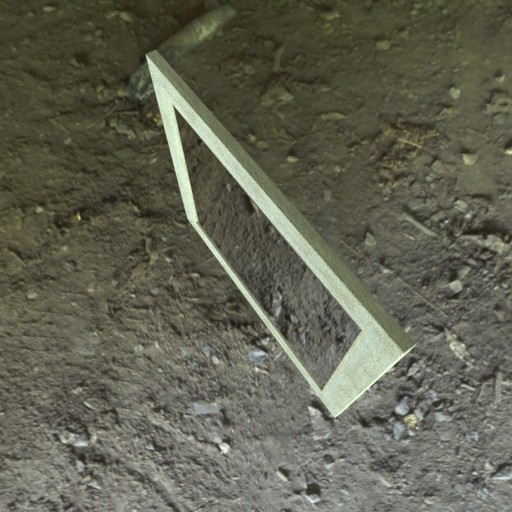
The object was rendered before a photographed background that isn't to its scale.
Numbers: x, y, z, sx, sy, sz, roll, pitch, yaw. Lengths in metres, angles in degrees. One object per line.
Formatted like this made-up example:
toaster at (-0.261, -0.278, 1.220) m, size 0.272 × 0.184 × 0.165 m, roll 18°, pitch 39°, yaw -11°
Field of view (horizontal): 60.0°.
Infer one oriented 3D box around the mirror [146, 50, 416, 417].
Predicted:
mirror at (0.000, 0.000, 1.150) m, size 0.028 × 0.689 × 0.839 m, roll -32°, pitch 67°, yaw -15°
